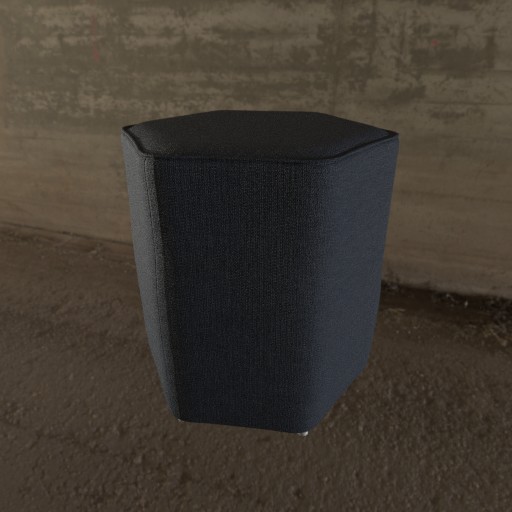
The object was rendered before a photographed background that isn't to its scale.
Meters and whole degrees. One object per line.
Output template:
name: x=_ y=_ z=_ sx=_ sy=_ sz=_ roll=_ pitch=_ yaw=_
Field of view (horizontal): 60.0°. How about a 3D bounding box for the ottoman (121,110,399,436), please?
ottoman: x=0.000 y=0.000 z=0.874 sx=0.454 sy=0.505 sz=0.492 roll=-8 pitch=27 yaw=-16
